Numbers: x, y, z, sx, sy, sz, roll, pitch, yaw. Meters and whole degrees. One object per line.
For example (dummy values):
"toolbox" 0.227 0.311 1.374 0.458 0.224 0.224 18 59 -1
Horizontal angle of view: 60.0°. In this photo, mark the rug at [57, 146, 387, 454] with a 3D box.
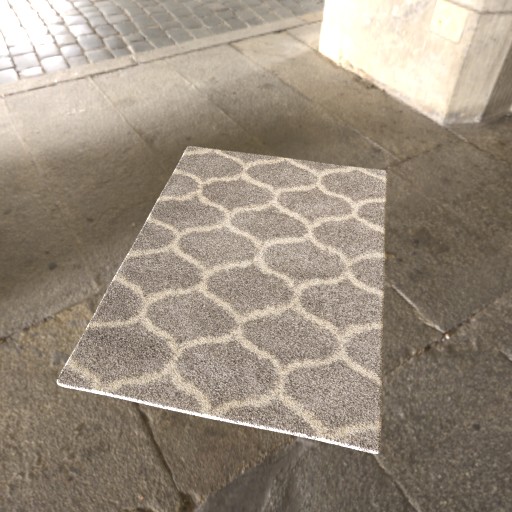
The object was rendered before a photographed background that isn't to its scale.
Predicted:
"rug" 0.000 0.000 2.106 1.200 0.025 1.600 9 48 8
